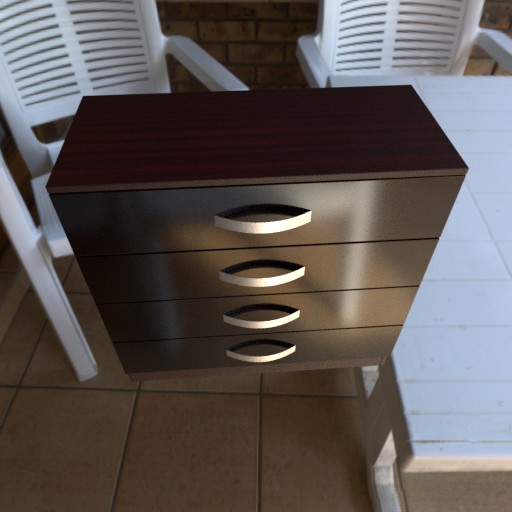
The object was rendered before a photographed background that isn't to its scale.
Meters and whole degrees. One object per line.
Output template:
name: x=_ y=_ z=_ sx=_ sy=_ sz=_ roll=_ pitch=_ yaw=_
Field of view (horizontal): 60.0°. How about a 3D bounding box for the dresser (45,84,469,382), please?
dresser: x=0.000 y=0.000 z=1.146 sx=0.750 sy=0.720 sz=0.360 roll=-3 pitch=46 yaw=-3
